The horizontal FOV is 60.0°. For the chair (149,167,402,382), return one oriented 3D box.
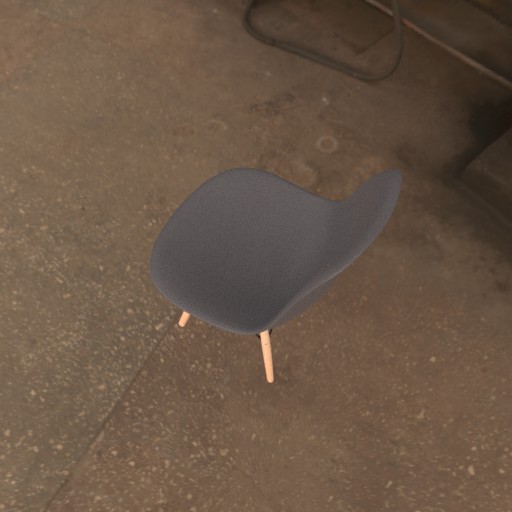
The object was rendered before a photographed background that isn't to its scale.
[{"bbox_3d":[0.000,0.000,1.186,0.533,0.826,0.470,28,66,14],"label":"chair"}]
